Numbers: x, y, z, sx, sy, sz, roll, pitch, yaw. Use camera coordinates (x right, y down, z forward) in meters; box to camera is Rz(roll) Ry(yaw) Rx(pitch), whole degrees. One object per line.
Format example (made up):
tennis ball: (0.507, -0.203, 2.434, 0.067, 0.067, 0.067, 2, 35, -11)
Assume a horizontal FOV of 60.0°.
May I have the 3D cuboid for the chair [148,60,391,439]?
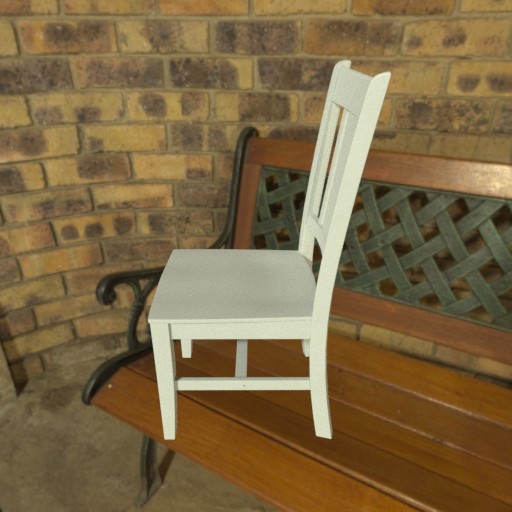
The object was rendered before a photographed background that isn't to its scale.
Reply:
chair: (0.000, 0.000, 1.258, 0.555, 0.998, 0.450, 0, 27, 0)
